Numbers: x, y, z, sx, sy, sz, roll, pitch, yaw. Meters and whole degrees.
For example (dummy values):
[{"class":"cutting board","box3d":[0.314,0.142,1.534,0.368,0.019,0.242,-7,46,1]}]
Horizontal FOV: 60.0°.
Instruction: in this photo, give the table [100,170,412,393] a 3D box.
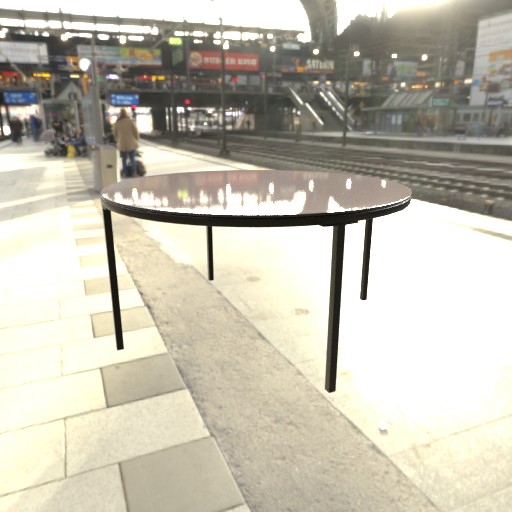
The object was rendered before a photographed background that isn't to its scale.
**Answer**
[{"class":"table","box3d":[0.000,0.000,1.255,0.800,0.400,0.800,0,17,0]}]
